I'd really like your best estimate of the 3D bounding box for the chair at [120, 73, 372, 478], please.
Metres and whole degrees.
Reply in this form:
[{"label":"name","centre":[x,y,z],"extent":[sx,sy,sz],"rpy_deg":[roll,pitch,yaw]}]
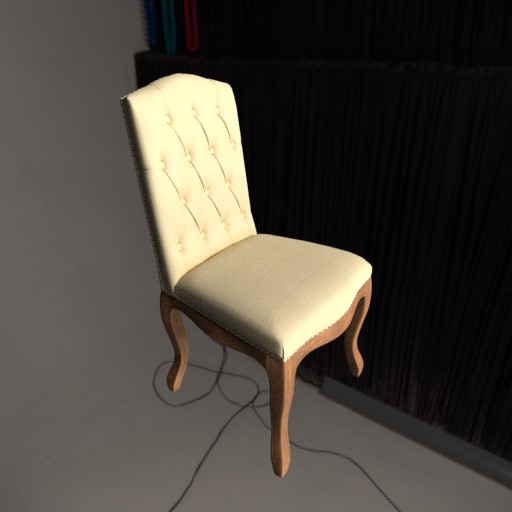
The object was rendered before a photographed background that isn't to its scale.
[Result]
[{"label":"chair","centre":[0.000,0.000,1.561],"extent":[0.715,1.165,0.623],"rpy_deg":[18,32,32]}]
